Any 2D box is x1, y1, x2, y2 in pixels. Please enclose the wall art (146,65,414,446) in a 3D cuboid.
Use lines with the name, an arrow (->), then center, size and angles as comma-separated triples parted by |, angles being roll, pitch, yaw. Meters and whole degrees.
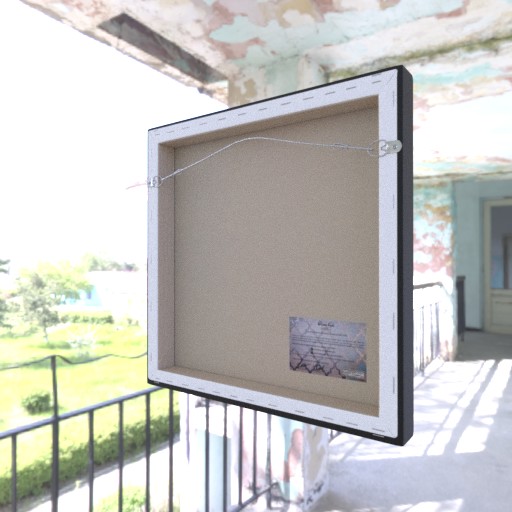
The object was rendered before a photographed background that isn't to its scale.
wall art -> 0.000, 0.000, 0.599 | 0.406, 0.407, 0.041 | 0, 0, 36
